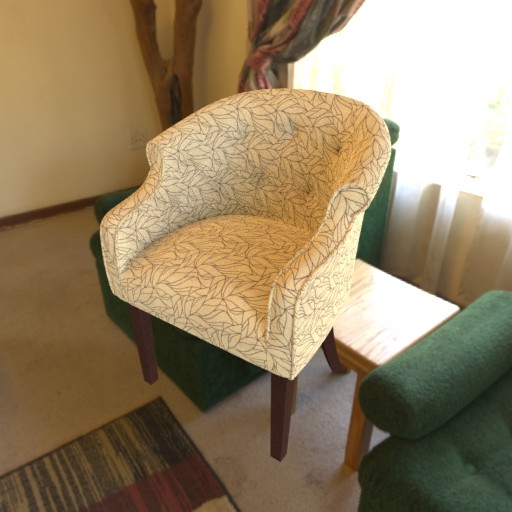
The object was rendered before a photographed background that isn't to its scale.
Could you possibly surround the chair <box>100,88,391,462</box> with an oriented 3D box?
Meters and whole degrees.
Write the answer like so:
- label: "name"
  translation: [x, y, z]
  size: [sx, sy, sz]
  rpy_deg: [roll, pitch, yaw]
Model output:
- label: "chair"
  translation: [0.000, 0.000, 1.294]
  size: [0.686, 0.858, 0.613]
  rpy_deg: [19, 34, 30]
